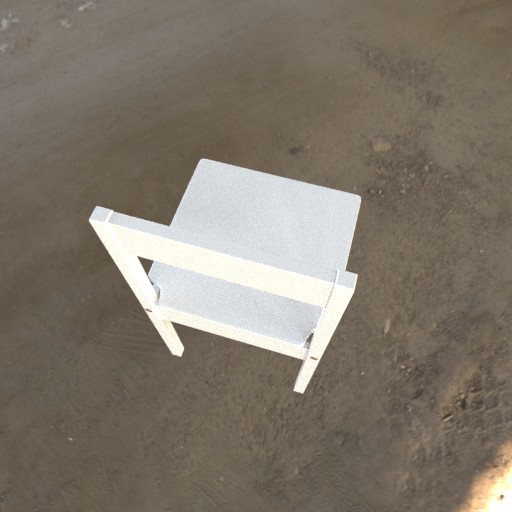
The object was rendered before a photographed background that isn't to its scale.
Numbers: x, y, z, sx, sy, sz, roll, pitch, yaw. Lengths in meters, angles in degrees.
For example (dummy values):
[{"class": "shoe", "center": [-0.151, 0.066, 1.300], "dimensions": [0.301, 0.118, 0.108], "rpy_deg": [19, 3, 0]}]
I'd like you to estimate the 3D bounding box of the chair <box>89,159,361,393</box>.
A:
[{"class": "chair", "center": [0.000, 0.000, 0.934], "dimensions": [0.367, 0.668, 0.361], "rpy_deg": [15, 63, 8]}]
